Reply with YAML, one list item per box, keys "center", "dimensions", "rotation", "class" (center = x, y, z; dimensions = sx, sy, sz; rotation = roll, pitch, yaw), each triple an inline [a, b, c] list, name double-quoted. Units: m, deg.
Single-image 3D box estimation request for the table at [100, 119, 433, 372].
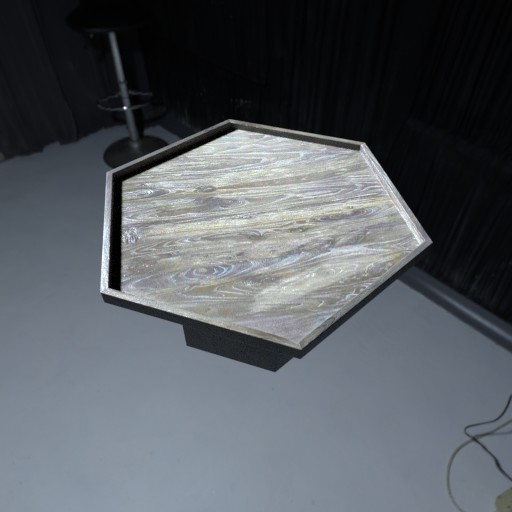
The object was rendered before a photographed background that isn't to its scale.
- center: [0.000, 0.000, 1.621]
  dimensions: [1.115, 0.488, 0.966]
  rotation: [-32, 54, -27]
  class: "table"
